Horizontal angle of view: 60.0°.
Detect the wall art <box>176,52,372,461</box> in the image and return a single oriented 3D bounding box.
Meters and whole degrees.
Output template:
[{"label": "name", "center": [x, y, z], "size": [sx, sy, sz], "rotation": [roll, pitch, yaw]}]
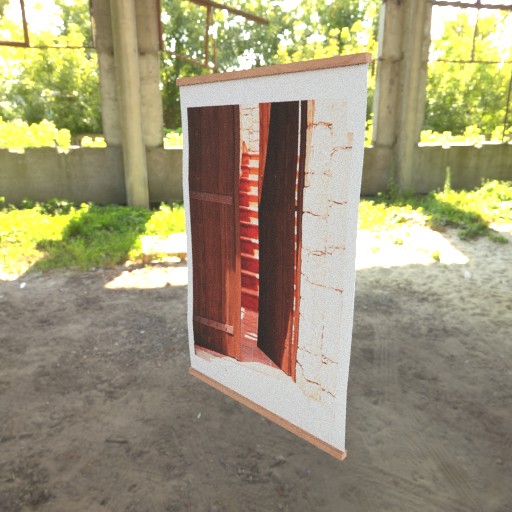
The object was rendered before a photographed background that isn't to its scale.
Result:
[{"label": "wall art", "center": [0.000, 0.000, 0.647], "size": [0.332, 0.508, 0.012], "rotation": [14, 21, 42]}]
